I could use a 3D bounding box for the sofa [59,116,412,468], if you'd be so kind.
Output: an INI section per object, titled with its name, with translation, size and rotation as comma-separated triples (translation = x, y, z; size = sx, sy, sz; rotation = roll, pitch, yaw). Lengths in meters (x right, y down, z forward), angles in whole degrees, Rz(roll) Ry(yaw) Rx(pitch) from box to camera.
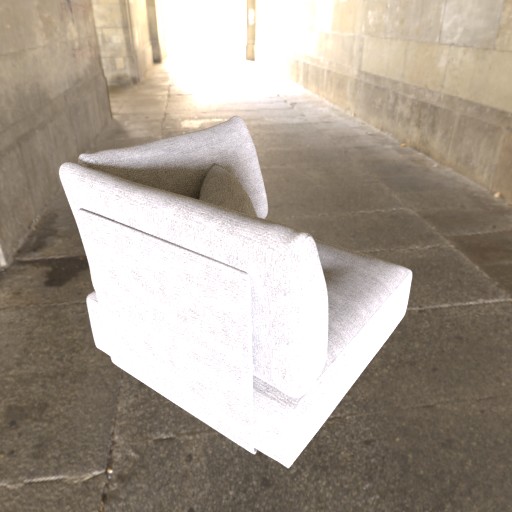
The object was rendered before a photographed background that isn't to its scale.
[sofa]
translation = 0.000, 0.000, 1.729
size = 1.000, 0.820, 1.000
rotation = 20, 34, 32
